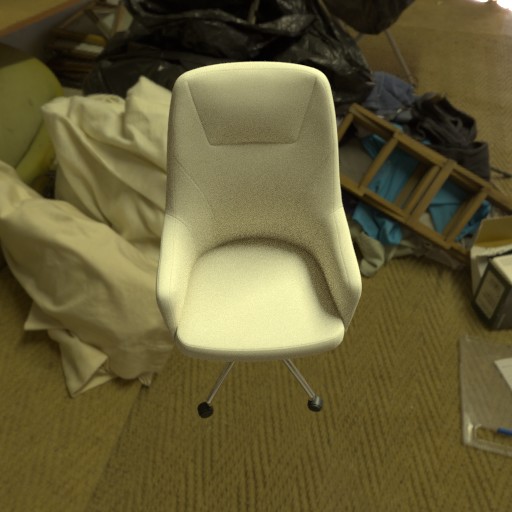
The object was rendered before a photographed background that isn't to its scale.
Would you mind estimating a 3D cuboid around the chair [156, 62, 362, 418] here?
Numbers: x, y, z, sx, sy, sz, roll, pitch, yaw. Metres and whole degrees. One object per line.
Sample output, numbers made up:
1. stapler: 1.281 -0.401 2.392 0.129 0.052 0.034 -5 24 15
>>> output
1. chair: 0.000 0.000 1.460 0.620 1.049 0.640 -2 47 -2
